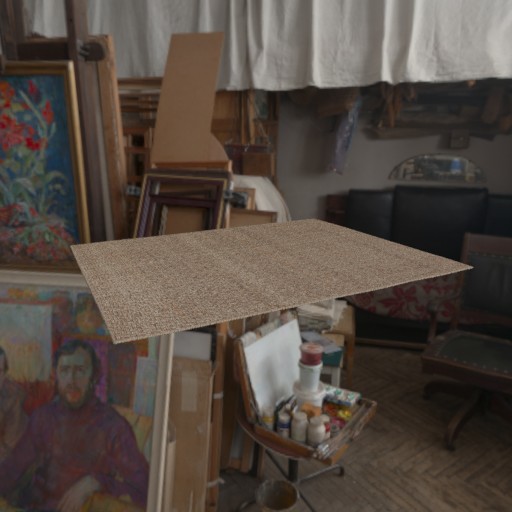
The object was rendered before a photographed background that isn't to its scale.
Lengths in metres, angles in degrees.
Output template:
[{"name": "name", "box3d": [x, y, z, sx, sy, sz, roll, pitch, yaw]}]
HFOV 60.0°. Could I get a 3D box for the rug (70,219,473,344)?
[{"name": "rug", "box3d": [0.000, 0.000, 4.172, 3.048, 0.013, 2.439, -8, 18, -26]}]
